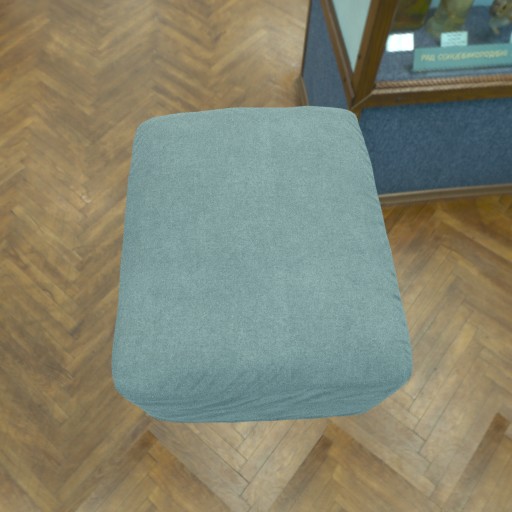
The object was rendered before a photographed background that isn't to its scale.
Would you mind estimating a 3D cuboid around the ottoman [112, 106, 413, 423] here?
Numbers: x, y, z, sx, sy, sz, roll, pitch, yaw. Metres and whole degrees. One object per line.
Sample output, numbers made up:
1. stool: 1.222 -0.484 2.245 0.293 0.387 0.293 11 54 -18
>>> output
1. ottoman: 0.000 0.000 1.259 0.683 0.481 0.837 -3 63 -2
